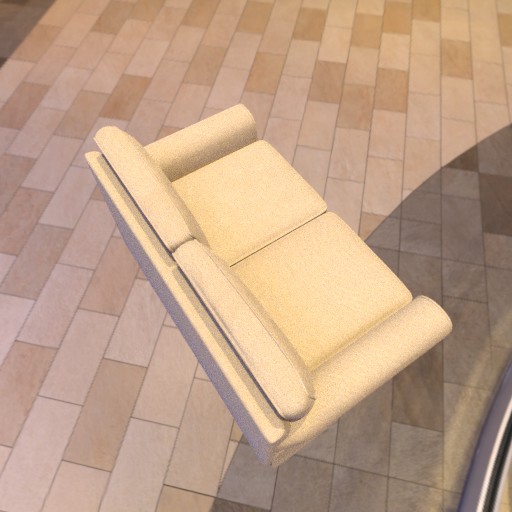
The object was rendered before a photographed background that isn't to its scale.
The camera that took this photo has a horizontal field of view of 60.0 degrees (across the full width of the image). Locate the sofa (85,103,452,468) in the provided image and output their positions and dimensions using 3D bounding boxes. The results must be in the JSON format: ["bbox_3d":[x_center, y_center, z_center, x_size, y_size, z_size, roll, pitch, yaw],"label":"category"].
[{"bbox_3d":[0.000,0.000,2.284,0.991,0.940,1.727,-30,63,-17],"label":"sofa"}]
